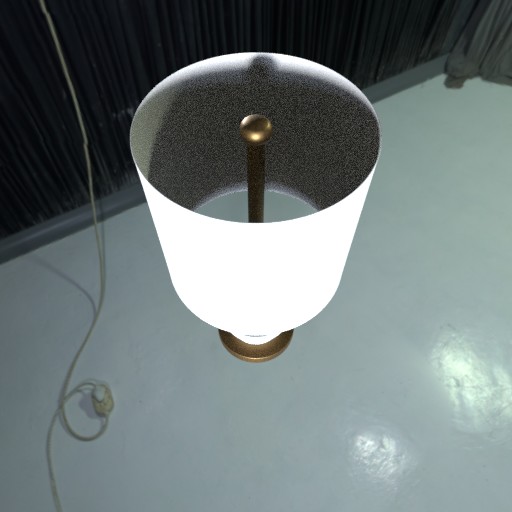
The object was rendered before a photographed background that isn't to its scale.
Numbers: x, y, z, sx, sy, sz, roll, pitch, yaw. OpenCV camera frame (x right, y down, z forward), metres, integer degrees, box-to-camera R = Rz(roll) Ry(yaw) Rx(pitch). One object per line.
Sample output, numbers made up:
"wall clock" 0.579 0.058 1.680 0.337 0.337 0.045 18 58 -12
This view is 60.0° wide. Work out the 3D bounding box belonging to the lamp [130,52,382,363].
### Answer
"lamp" 0.000 0.000 0.540 0.210 0.410 0.210 -32 62 -19
